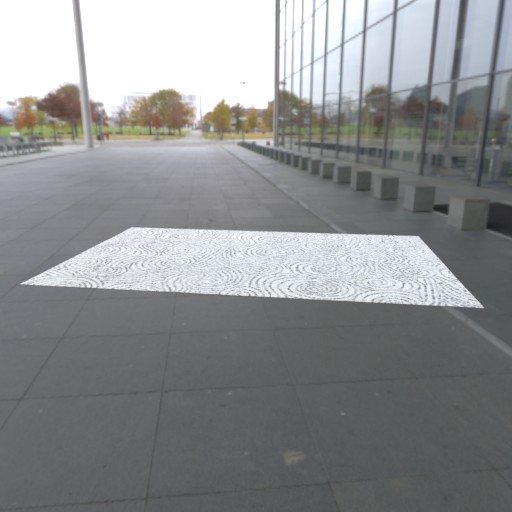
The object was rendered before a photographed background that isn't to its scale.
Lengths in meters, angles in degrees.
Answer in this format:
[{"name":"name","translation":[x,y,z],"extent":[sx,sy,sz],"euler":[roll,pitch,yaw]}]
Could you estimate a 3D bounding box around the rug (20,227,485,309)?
[{"name":"rug","translation":[0.000,0.000,3.017],"extent":[2.439,0.005,1.524],"euler":[2,16,8]}]
